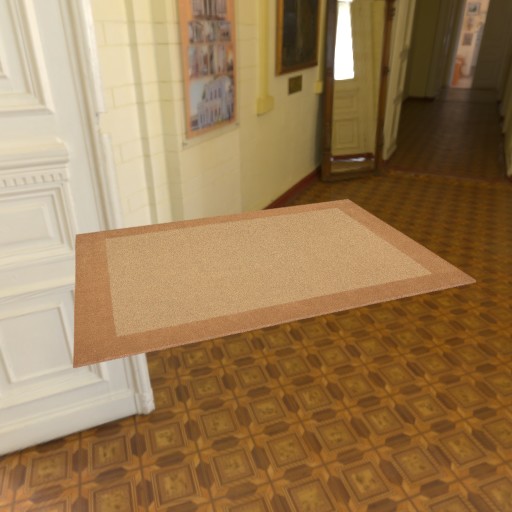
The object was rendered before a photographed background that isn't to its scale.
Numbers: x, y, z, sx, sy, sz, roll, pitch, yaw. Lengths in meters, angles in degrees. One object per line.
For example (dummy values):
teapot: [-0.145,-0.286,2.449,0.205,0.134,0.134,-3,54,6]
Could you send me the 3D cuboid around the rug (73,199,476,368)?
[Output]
rug: [0.000,0.000,2.378,1.829,0.014,1.219,-9,29,-17]
